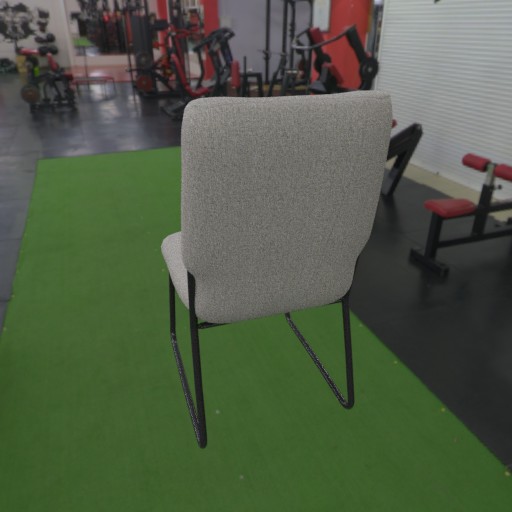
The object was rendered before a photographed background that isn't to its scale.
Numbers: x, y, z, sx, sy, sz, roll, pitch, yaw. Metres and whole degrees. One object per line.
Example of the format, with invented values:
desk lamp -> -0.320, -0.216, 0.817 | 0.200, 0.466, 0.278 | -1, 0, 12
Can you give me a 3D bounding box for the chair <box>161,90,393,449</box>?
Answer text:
chair -> 0.000, 0.000, 1.168 | 0.448, 0.864, 0.560 | -9, 29, -16
